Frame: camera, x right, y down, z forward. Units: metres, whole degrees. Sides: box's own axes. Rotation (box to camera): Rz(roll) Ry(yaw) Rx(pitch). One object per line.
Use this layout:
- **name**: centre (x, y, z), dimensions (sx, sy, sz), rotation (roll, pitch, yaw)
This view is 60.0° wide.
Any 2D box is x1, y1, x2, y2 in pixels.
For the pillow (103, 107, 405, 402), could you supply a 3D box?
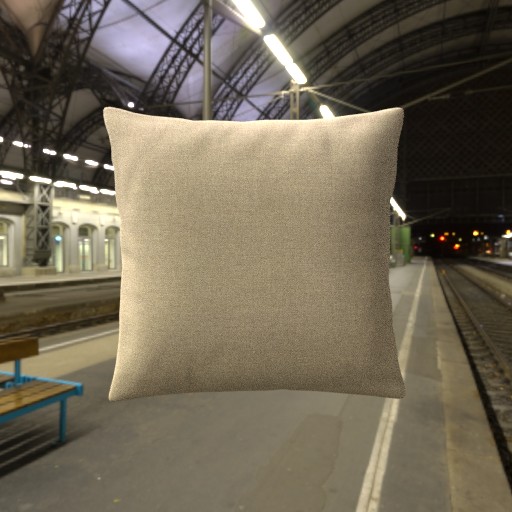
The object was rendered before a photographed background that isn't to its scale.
- **pillow**: centre (0.000, 0.000, 0.771), dimensions (0.523, 0.510, 0.166), rotation (0, 1, 0)
